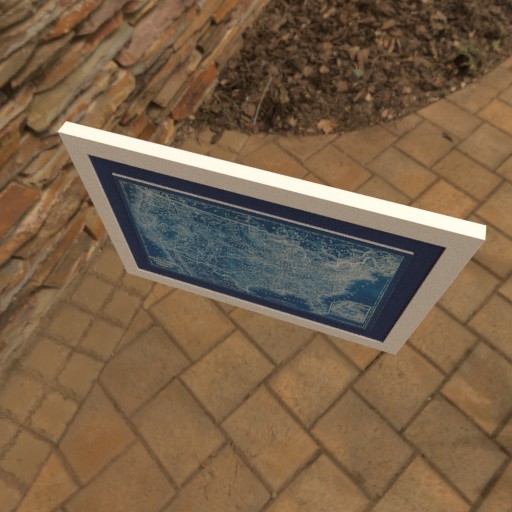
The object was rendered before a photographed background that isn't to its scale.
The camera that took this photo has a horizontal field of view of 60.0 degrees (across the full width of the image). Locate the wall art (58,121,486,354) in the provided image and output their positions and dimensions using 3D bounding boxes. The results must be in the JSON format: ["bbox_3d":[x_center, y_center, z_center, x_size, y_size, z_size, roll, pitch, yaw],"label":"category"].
[{"bbox_3d":[0.000,0.000,1.689,1.308,0.902,0.051,16,59,10],"label":"wall art"}]
